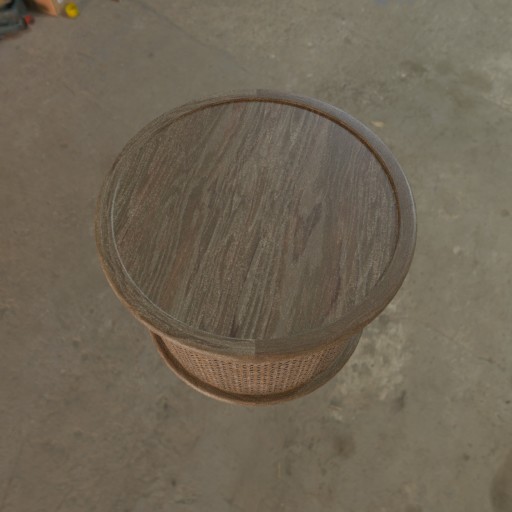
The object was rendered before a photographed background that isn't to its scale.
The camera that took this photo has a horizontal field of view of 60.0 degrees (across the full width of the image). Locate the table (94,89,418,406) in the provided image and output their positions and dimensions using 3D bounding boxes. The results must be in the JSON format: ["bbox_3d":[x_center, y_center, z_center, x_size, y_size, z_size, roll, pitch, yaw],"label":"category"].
[{"bbox_3d":[0.000,0.000,1.034,0.607,0.450,0.607,0,62,0],"label":"table"}]
